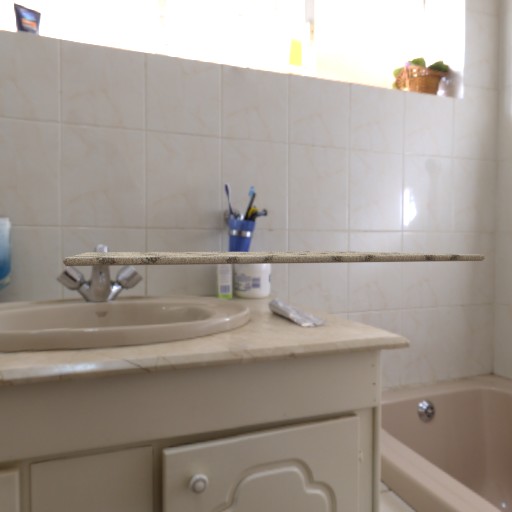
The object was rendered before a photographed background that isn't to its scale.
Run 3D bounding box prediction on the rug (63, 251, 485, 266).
[{"bbox_3d":[0.000,0.000,2.138,1.600,0.025,1.200,0,1,-18],"label":"rug"}]
